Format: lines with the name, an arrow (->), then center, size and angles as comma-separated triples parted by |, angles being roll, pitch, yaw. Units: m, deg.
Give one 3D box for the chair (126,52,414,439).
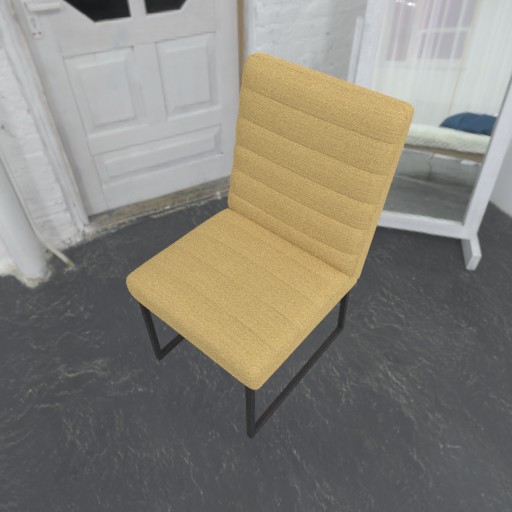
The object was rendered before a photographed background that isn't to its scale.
chair -> 0.000, 0.000, 1.354 | 0.520, 0.930, 0.634 | 31, 54, 26
